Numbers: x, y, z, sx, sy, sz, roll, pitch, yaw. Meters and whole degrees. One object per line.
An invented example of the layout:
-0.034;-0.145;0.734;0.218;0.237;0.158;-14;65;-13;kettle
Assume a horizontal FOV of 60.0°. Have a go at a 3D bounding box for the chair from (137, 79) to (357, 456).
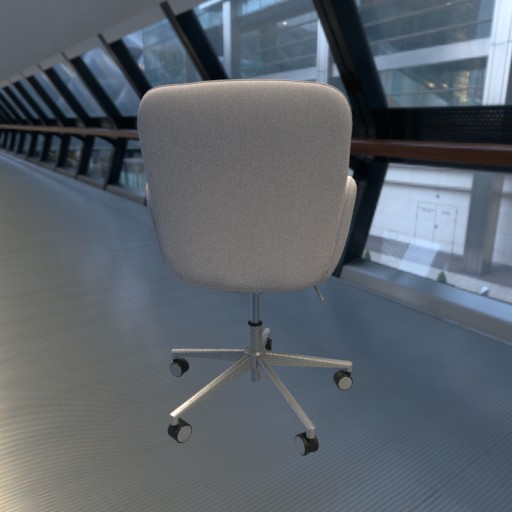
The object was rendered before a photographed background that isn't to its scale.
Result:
0.000;0.000;1.375;0.648;0.959;0.633;2;16;8;chair
